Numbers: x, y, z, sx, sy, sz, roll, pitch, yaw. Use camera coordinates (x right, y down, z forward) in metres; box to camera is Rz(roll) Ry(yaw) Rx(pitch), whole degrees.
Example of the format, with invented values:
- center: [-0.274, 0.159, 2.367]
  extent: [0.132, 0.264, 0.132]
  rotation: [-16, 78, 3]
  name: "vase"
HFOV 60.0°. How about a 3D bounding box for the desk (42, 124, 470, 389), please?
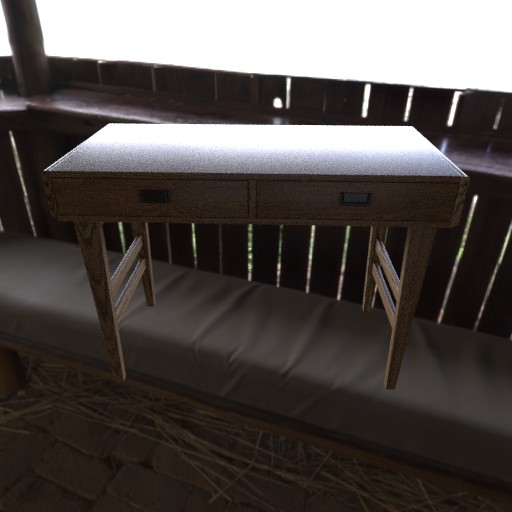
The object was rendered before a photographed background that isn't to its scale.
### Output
- center: [0.000, 0.000, 1.502]
  extent: [1.067, 0.755, 0.508]
  rotation: [1, 30, 2]
  name: "desk"
